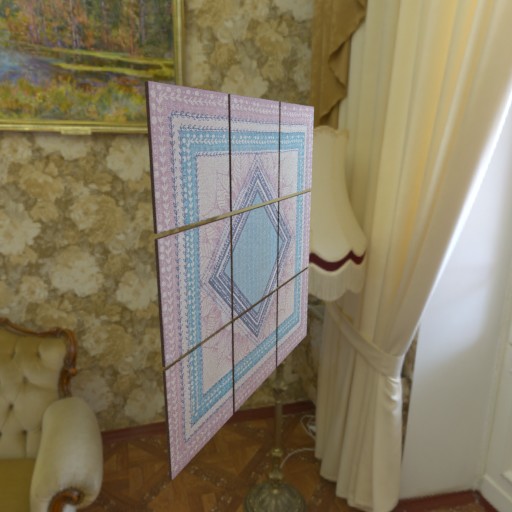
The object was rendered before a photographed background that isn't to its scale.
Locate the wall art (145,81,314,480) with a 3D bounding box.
[{"bbox_3d":[0.000,0.000,2.265,0.014,1.525,1.527,8,17,26],"label":"wall art"}]
